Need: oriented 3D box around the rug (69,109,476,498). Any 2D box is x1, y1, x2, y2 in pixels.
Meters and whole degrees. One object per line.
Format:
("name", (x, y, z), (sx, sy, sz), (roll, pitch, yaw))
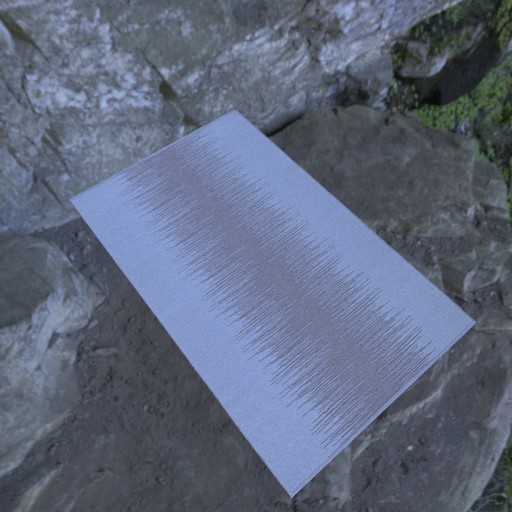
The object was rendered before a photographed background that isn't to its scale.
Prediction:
("rug", (0.000, 0.000, 2.968), (1.522, 0.012, 2.440), (-35, 65, -19))
